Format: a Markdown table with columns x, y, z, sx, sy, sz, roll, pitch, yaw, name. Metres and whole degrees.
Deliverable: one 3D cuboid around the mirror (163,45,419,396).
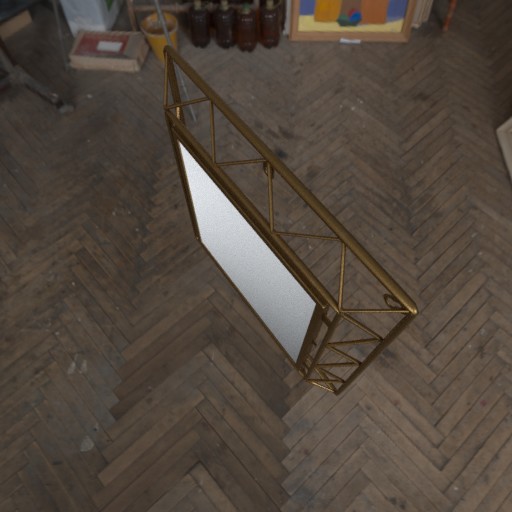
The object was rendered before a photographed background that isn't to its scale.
| x | y | z | sx | sy | sz | roll | pitch | yaw | name |
| --- | --- | --- | --- | --- | --- | --- | --- | --- | --- |
| 0.000 | 0.000 | 0.623 | 0.046 | 0.414 | 0.416 | -33 | 68 | -15 | mirror |
